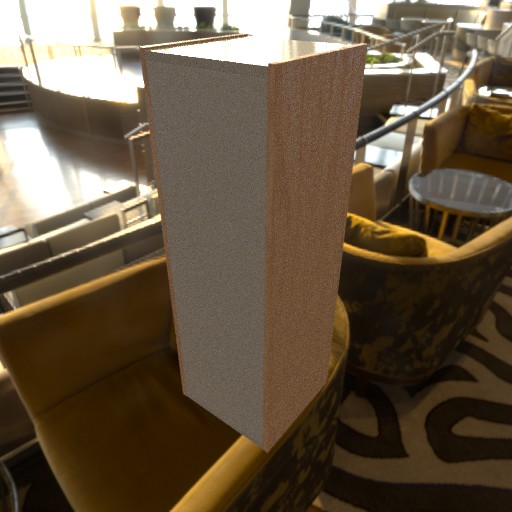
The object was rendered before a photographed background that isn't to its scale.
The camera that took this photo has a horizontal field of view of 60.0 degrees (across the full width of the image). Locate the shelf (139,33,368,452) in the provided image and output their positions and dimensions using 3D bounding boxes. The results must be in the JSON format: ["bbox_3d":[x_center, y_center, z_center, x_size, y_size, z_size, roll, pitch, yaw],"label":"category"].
[{"bbox_3d":[0.000,0.000,1.041,0.300,0.900,0.290,23,39,32],"label":"shelf"}]
